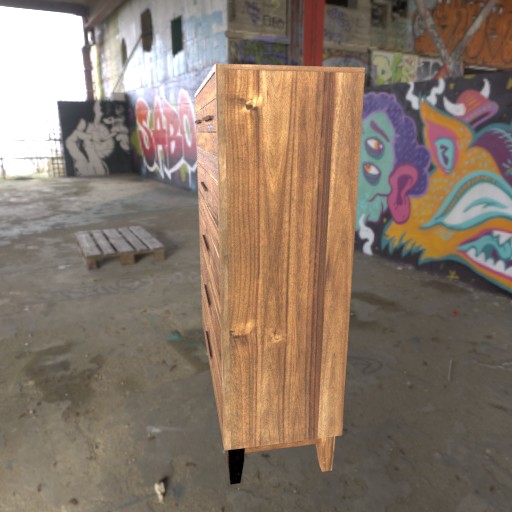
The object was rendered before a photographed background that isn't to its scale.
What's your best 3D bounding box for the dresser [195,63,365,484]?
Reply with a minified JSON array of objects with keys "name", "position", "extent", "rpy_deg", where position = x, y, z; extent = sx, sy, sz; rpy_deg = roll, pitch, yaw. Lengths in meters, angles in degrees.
[{"name":"dresser","position":[0.000,0.000,1.922],"extent":[0.442,1.393,1.062],"rpy_deg":[-3,16,-10]}]
